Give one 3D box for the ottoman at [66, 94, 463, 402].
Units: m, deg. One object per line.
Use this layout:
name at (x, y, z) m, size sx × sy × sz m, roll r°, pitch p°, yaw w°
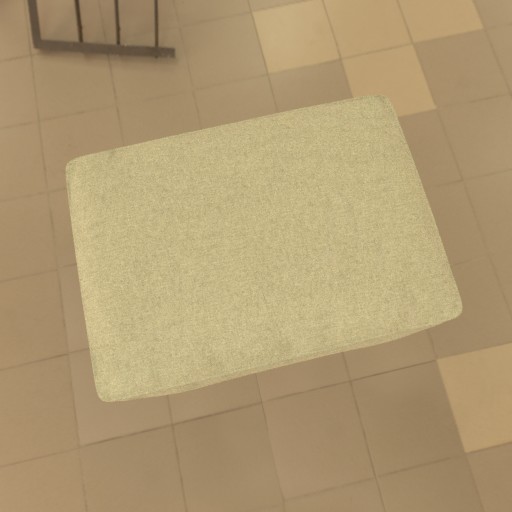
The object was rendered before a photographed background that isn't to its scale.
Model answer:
ottoman at (0.000, 0.000, 1.226) m, size 0.848 × 0.508 × 0.611 m, roll -13°, pitch 76°, yaw -3°
